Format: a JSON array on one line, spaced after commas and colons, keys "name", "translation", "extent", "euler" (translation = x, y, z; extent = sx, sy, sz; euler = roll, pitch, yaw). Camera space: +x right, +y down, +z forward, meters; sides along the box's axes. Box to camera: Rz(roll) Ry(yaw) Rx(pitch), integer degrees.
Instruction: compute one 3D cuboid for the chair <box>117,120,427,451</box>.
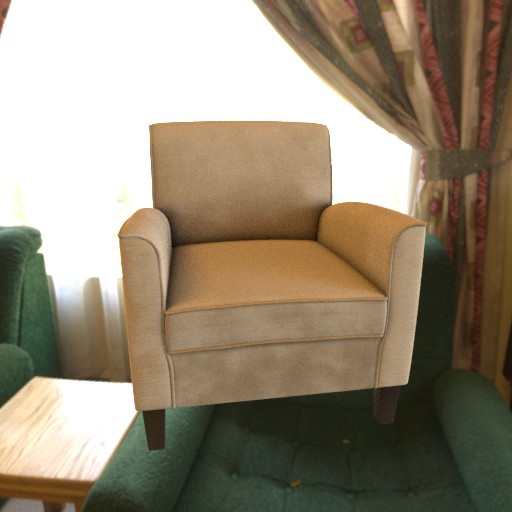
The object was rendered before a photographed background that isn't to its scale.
[{"name": "chair", "translation": [0.000, 0.000, 1.554], "extent": [0.820, 0.915, 0.821], "euler": [-3, 17, -9]}]
